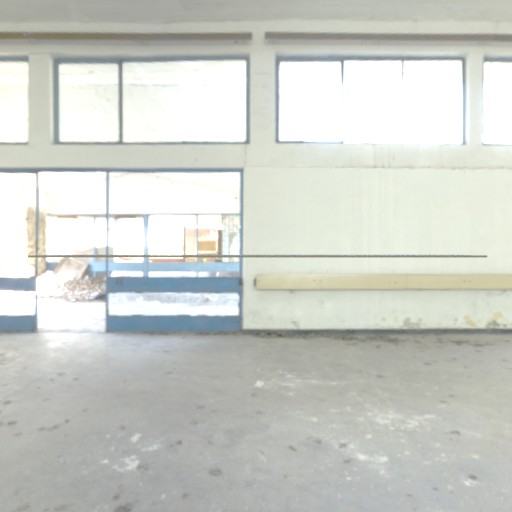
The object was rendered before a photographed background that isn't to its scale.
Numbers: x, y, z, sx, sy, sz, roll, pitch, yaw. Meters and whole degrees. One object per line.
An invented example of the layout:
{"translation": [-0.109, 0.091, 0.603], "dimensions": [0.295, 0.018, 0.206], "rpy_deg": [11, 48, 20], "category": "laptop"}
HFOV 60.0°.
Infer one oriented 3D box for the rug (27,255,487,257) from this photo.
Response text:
{"translation": [0.000, 0.000, 2.028], "dimensions": [1.827, 0.012, 0.553], "rpy_deg": [0, 0, 2], "category": "rug"}
